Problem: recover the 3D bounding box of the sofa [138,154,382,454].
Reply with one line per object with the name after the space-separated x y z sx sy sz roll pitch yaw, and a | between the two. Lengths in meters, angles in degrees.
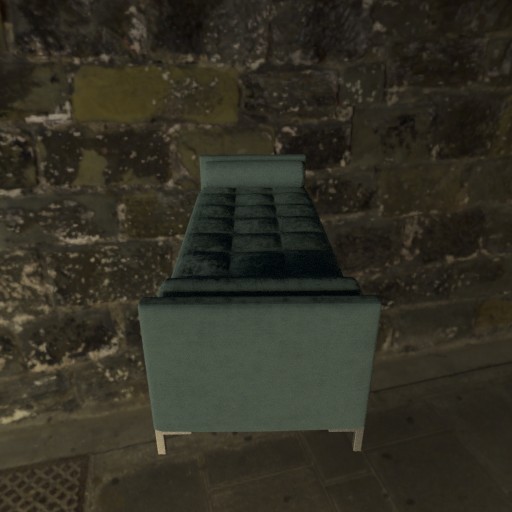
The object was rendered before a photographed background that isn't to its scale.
0.000 0.000 2.452 0.797 0.657 2.102 0 26 -1 | sofa
